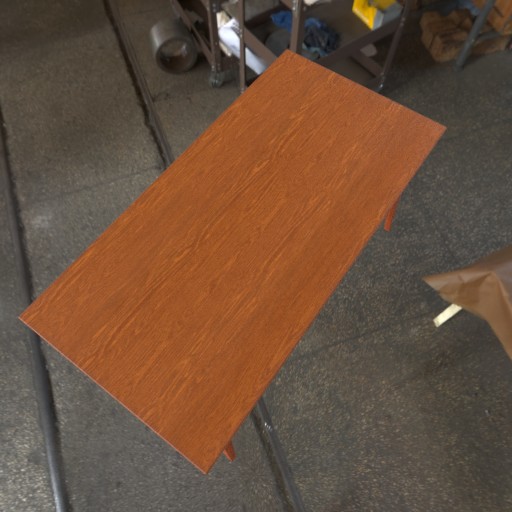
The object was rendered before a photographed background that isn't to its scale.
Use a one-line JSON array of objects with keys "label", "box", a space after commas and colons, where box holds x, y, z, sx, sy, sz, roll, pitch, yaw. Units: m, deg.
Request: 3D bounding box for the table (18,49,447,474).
[{"label": "table", "box": [0.000, 0.000, 2.007, 0.811, 0.755, 1.609, 33, 68, 15]}]
